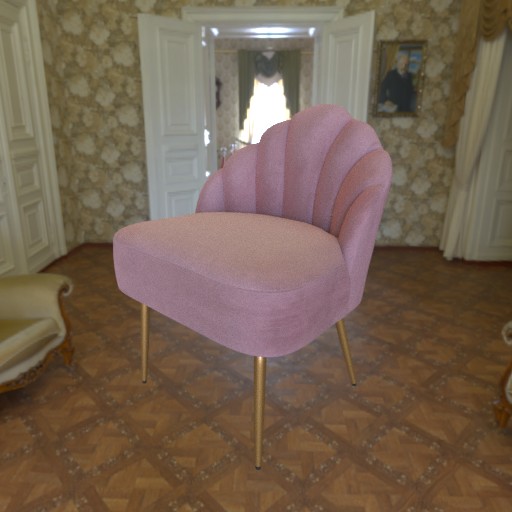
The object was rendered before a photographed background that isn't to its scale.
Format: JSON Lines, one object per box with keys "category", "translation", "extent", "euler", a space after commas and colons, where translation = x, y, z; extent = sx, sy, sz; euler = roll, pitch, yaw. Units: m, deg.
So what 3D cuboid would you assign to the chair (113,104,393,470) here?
{"category": "chair", "translation": [0.000, 0.000, 1.234], "extent": [0.599, 0.819, 0.657], "euler": [-15, 22, -42]}
